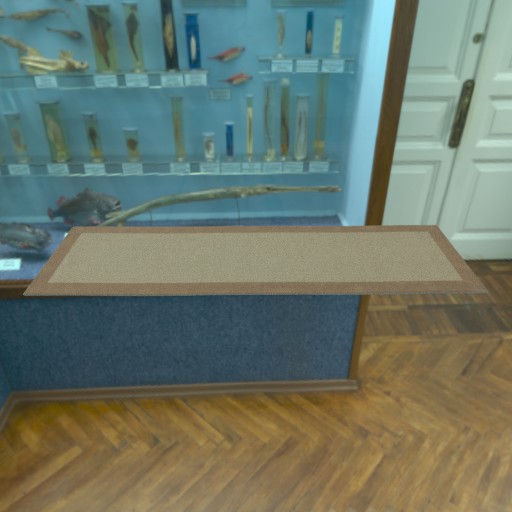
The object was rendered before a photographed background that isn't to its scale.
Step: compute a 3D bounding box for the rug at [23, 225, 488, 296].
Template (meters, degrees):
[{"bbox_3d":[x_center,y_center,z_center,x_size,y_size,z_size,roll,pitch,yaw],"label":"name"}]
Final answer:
[{"bbox_3d":[0.000,0.000,2.629,2.430,0.012,0.767,0,31,0],"label":"rug"}]
